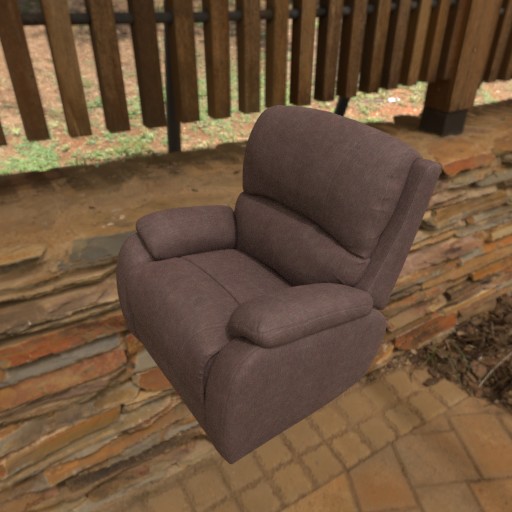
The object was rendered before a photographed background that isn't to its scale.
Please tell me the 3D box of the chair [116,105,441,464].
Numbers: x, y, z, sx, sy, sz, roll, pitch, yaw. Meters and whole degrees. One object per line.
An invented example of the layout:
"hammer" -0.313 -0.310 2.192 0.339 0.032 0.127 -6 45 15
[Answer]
"chair" 0.000 0.000 1.728 0.899 1.011 0.930 -20 36 -30
